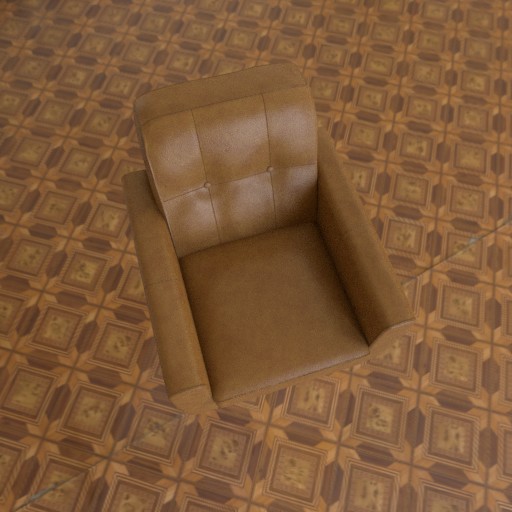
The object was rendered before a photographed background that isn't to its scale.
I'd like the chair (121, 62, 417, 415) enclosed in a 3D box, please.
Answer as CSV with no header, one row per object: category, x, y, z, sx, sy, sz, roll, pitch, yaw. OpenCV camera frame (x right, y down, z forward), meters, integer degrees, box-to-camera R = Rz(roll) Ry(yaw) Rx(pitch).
chair,0.000,0.000,1.693,0.845,0.968,0.942,-15,65,-7
